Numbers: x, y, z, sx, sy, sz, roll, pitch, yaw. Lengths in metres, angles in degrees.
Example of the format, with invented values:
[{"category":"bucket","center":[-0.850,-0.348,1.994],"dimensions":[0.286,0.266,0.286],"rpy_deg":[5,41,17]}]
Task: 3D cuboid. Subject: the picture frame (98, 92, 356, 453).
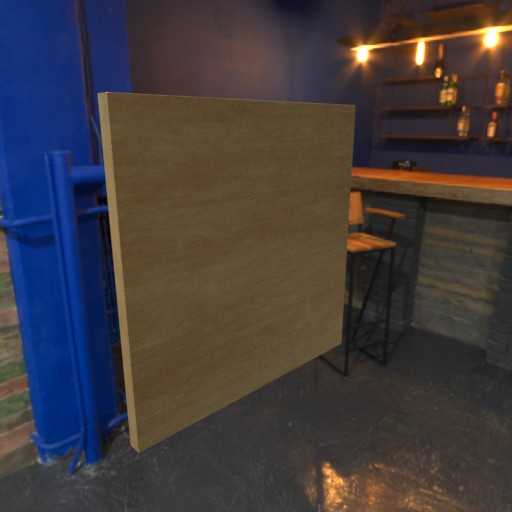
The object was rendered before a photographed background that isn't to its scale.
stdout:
[{"category":"picture frame","center":[0.000,0.000,1.149],"dimensions":[0.758,0.761,0.037],"rpy_deg":[-15,22,-41]}]
